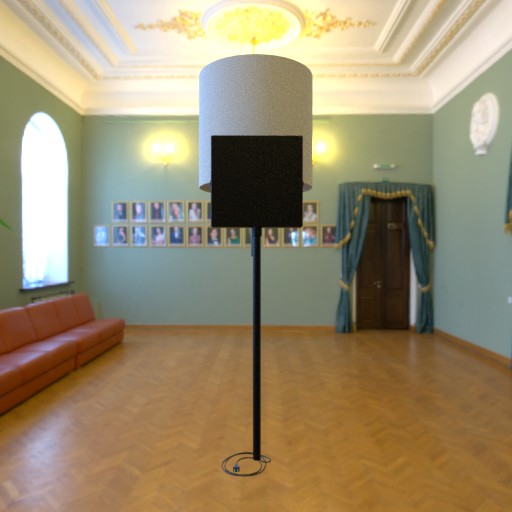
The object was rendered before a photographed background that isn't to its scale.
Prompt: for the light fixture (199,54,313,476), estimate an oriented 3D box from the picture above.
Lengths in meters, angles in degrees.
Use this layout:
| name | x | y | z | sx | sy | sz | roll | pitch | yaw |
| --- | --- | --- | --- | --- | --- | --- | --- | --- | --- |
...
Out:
| name | x | y | z | sx | sy | sz | roll | pitch | yaw |
| --- | --- | --- | --- | --- | --- | --- | --- | --- | --- |
| light fixture | 0.000 | 0.000 | 0.710 | 0.188 | 0.589 | 0.248 | 0 | 0 | -1 |
